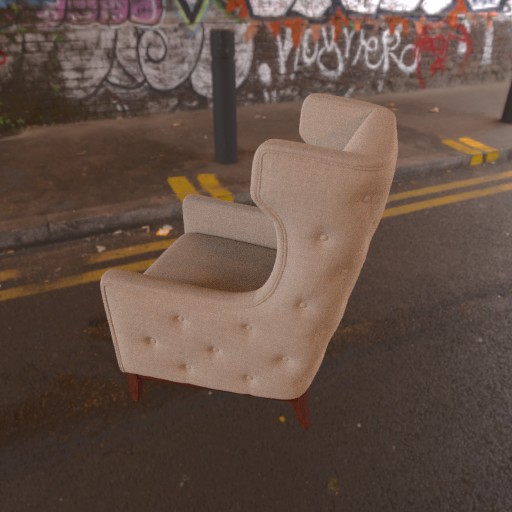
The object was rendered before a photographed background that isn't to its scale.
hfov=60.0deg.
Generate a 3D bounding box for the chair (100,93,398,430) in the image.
[{"bbox_3d":[0.000,0.000,1.680,0.899,1.079,0.778,8,31,14],"label":"chair"}]
